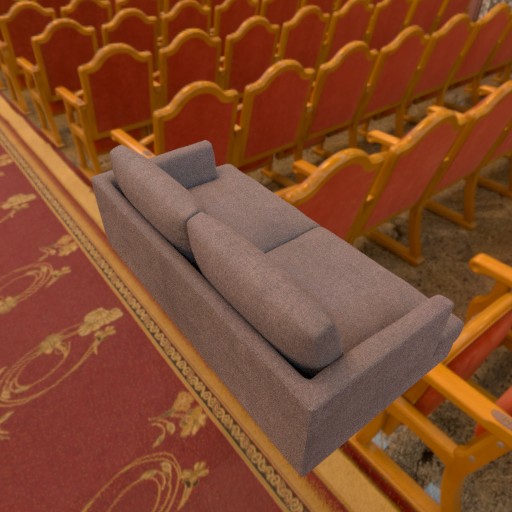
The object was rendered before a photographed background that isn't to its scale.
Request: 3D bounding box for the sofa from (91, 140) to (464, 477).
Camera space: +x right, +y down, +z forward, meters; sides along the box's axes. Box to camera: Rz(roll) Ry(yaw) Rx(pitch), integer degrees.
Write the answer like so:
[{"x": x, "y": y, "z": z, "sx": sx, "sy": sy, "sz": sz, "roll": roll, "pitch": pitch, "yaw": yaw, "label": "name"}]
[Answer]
[{"x": 0.000, "y": 0.000, "z": 2.426, "sx": 1.020, "sy": 0.868, "sz": 1.948, "roll": -26, "pitch": 47, "yaw": -28, "label": "sofa"}]
